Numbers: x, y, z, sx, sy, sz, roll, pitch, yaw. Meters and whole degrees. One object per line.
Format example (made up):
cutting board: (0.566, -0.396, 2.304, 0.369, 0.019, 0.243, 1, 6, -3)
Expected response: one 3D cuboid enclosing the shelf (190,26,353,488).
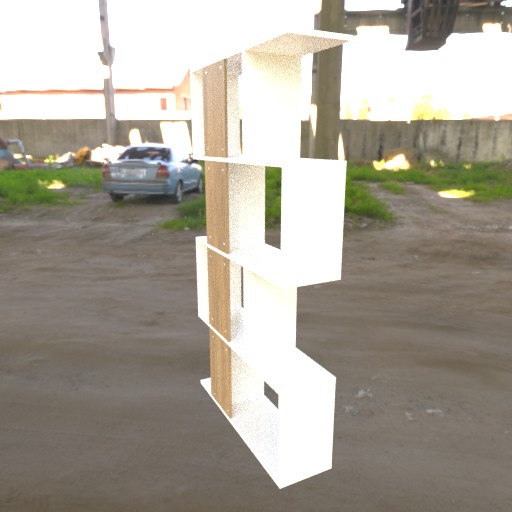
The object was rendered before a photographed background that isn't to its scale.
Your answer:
shelf: (0.000, 0.000, 1.969, 0.250, 1.650, 0.890, -7, 16, -26)
